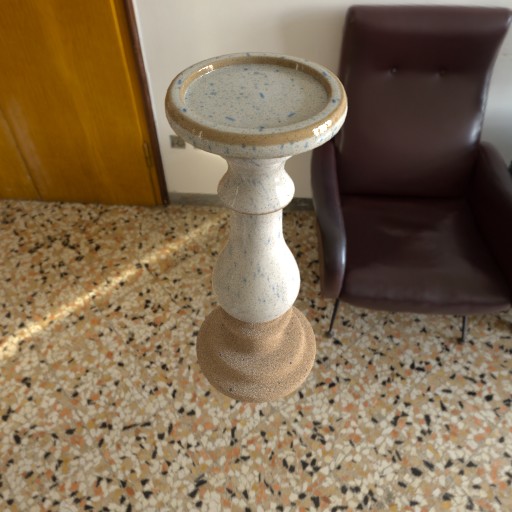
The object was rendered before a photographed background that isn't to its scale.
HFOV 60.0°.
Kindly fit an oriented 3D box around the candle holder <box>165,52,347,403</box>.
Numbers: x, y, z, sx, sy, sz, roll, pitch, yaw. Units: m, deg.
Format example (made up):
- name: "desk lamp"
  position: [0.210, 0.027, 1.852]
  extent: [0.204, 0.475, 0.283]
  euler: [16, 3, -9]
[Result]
- name: "candle holder"
  position: [0.000, 0.000, 0.256]
  extent: [0.088, 0.203, 0.088]
  euler: [0, 47, 0]
